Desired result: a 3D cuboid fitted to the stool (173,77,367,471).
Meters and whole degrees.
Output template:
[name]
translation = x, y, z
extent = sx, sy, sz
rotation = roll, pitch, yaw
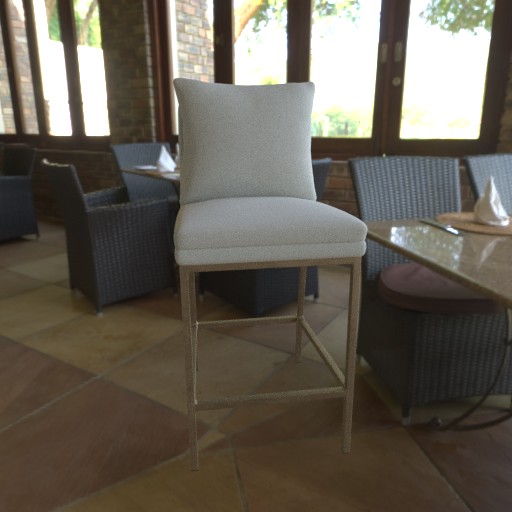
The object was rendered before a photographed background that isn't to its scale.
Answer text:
[stool]
translation = 0.000, 0.000, 1.335
extent = 0.463, 1.032, 0.572
rotation = -2, 16, -8
